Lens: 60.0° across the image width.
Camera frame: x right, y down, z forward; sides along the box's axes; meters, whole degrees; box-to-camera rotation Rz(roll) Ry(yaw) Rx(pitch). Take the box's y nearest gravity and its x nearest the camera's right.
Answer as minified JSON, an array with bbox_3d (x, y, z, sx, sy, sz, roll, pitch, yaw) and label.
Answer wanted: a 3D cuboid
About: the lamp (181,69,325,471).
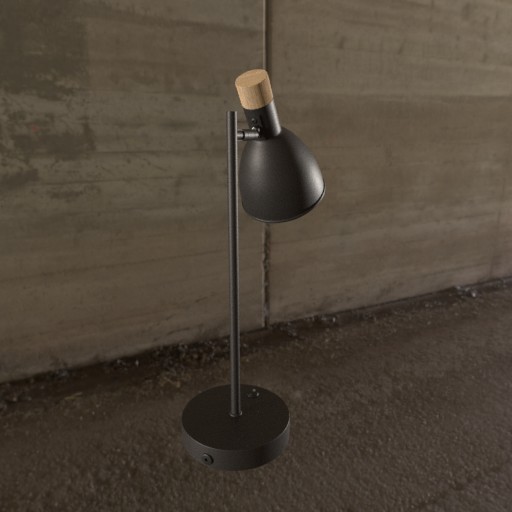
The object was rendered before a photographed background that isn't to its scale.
[{"bbox_3d":[0.000,0.000,0.617,0.152,0.483,0.287,8,18,25],"label":"lamp"}]
